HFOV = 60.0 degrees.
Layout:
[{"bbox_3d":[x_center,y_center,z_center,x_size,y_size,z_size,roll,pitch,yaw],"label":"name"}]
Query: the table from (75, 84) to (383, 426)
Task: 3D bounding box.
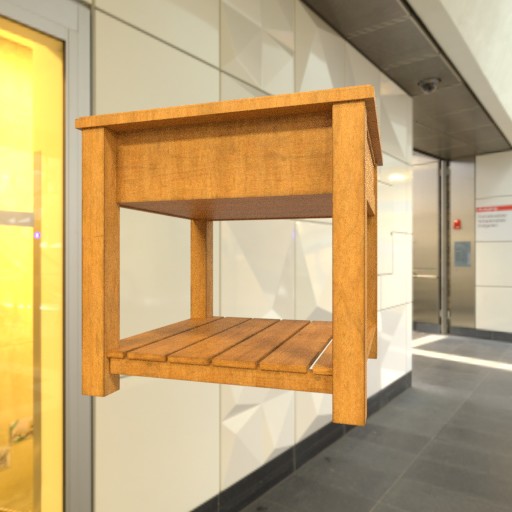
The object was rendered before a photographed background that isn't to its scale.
[{"bbox_3d":[0.000,0.000,1.143,0.616,0.593,0.612,0,0,17],"label":"table"}]
